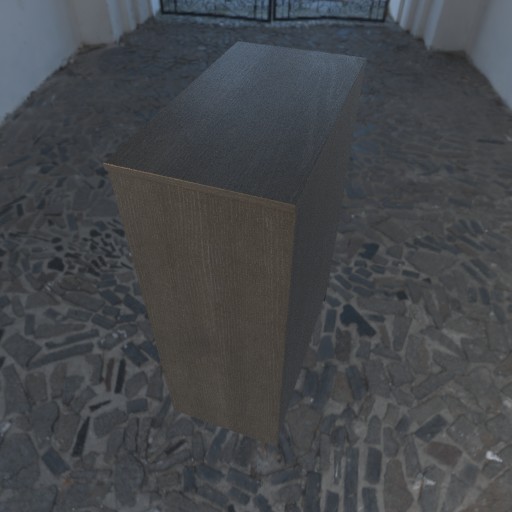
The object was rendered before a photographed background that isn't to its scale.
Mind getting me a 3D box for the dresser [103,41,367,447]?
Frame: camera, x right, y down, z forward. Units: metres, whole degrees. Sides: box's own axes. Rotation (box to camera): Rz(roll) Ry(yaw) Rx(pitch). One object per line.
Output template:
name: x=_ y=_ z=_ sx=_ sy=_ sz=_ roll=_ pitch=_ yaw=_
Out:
dresser: x=0.000 y=0.000 z=1.394 sx=0.398 sy=1.020 sz=0.700 roll=14 pitch=46 yaw=14
